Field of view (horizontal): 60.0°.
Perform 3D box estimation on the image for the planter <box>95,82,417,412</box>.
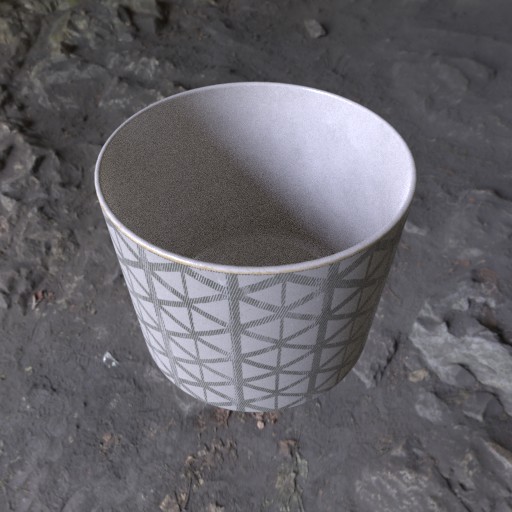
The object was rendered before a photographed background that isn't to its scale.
[{"bbox_3d":[0.000,0.000,0.334,0.190,0.181,0.190,0,47,0],"label":"planter"}]
